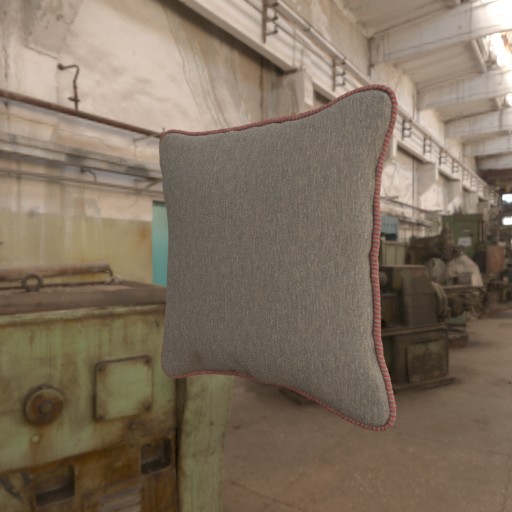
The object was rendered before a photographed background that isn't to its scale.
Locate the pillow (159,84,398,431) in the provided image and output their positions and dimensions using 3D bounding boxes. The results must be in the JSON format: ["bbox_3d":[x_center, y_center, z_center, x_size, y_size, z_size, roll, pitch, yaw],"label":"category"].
[{"bbox_3d":[0.000,0.000,0.753,0.482,0.491,0.124,1,2,37],"label":"pillow"}]
